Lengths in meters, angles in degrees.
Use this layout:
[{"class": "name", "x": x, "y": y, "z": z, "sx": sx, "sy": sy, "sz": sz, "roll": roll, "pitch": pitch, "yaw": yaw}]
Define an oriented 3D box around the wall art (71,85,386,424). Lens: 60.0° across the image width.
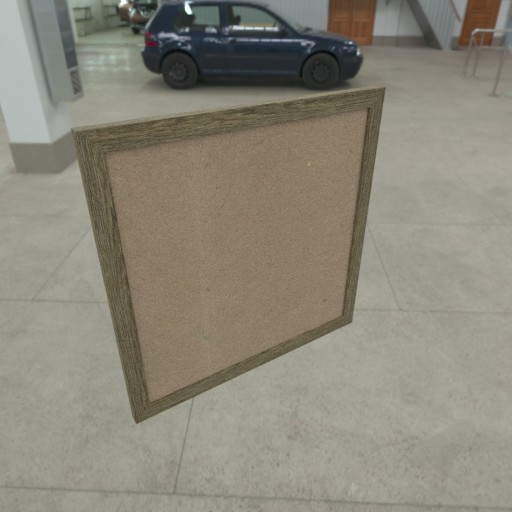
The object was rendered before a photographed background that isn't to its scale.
[{"class": "wall art", "x": 0.000, "y": 0.000, "z": 0.765, "sx": 0.508, "sy": 0.508, "sz": 0.019, "roll": -18, "pitch": 36, "yaw": -28}]
